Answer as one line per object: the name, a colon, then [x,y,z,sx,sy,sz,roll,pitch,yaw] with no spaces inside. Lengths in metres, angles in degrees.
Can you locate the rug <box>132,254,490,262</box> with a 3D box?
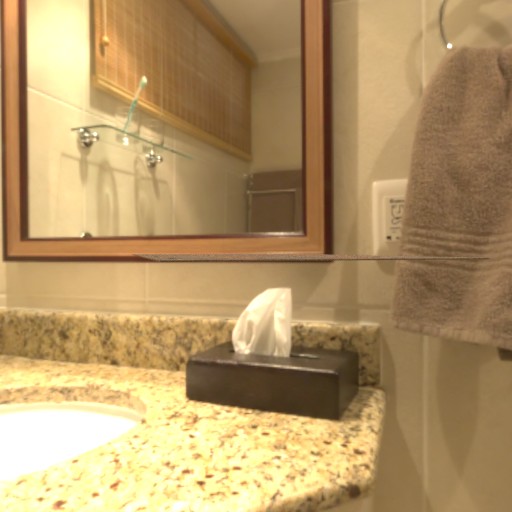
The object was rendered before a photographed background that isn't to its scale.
rug: [0.000,0.000,2.994,1.515,0.007,2.427,0,1,-18]
